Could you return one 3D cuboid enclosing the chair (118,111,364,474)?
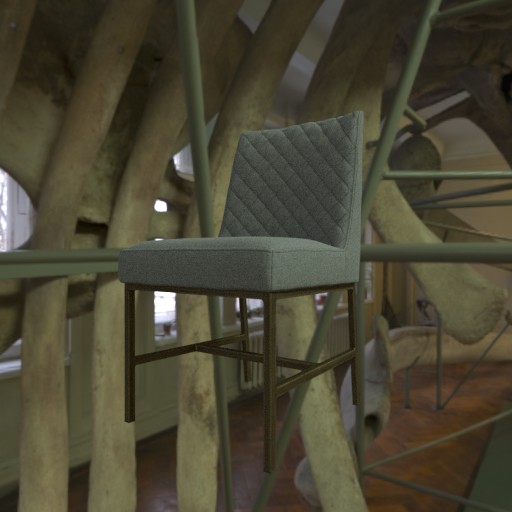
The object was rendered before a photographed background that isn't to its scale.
[{"bbox_3d":[0.000,0.000,1.265,0.508,0.889,0.587,0,0,37],"label":"chair"}]
